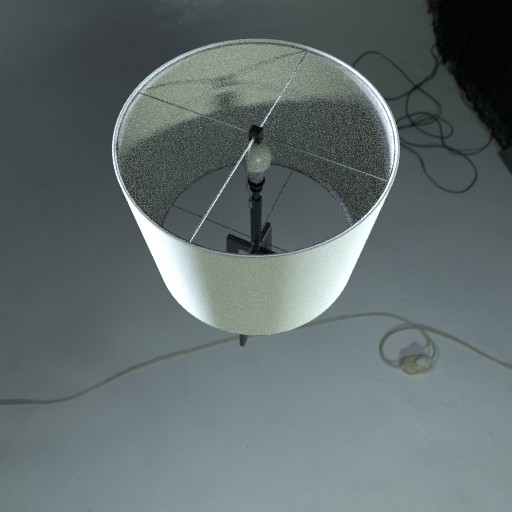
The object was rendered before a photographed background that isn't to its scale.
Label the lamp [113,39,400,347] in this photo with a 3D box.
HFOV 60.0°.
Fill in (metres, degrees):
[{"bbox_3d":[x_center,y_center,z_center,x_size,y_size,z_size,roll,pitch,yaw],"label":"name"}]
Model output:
[{"bbox_3d":[0.000,0.000,0.614,0.257,0.489,0.257,-18,64,-9],"label":"lamp"}]
